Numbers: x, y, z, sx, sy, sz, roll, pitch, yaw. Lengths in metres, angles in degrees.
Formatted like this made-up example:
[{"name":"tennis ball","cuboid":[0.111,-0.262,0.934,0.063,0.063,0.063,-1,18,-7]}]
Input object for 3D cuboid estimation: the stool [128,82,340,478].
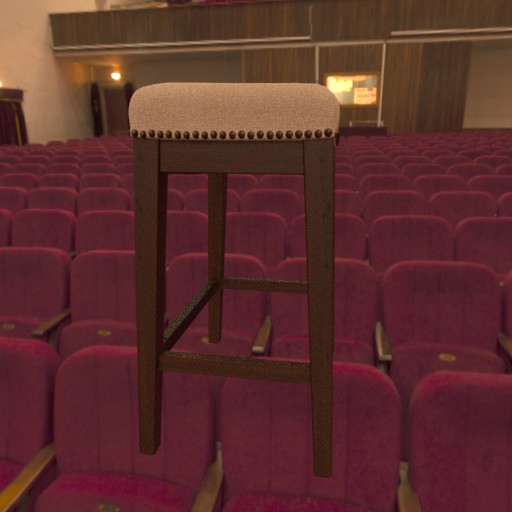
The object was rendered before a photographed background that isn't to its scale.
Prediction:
[{"name":"stool","cuboid":[0.000,0.000,0.970,0.363,0.669,0.509,3,15,10]}]
